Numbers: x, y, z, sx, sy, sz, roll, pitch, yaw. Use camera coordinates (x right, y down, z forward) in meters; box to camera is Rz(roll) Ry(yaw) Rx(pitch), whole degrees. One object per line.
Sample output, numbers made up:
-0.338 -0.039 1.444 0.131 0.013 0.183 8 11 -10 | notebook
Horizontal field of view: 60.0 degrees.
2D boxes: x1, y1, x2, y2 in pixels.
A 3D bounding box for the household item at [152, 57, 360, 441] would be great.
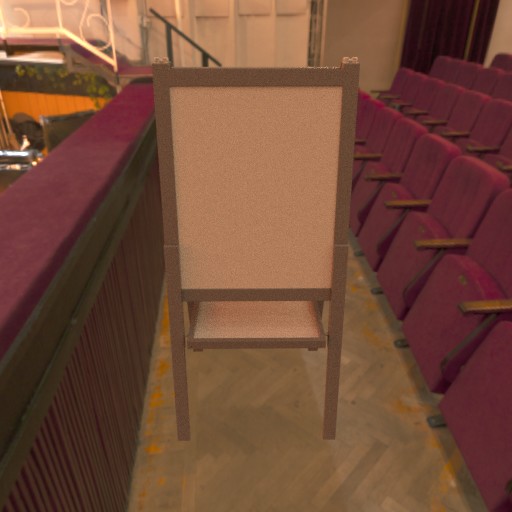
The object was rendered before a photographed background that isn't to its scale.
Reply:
0.000 0.000 1.429 0.531 1.172 0.469 0 28 0 | household item
